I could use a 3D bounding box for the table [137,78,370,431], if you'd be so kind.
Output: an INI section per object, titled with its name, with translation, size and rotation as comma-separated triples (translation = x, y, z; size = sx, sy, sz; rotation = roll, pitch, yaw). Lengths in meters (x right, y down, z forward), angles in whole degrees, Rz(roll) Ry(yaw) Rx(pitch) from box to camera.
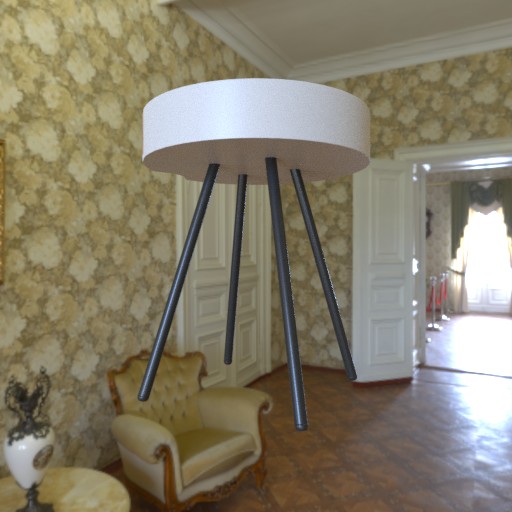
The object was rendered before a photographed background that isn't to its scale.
[table]
translation = 0.000, 0.000, 0.869
size = 0.450, 0.525, 0.450
rotation = 0, 0, 0
